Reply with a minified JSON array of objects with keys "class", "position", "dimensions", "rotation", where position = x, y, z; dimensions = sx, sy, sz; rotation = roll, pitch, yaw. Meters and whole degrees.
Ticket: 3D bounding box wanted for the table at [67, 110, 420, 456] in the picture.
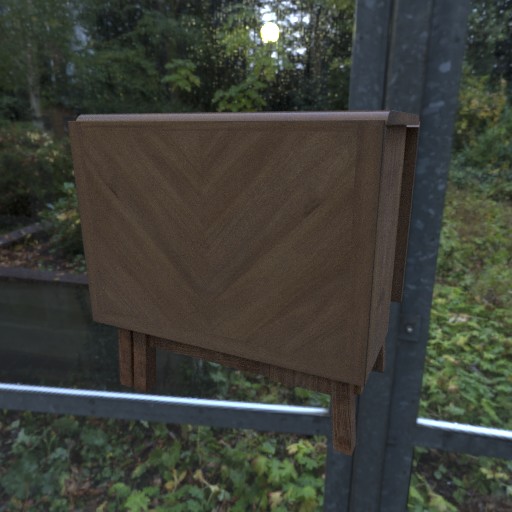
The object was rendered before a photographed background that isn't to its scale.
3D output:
[{"class":"table","position":[0.000,0.000,1.616],"dimensions":[0.967,0.981,0.701],"rotation":[8,18,24]}]
